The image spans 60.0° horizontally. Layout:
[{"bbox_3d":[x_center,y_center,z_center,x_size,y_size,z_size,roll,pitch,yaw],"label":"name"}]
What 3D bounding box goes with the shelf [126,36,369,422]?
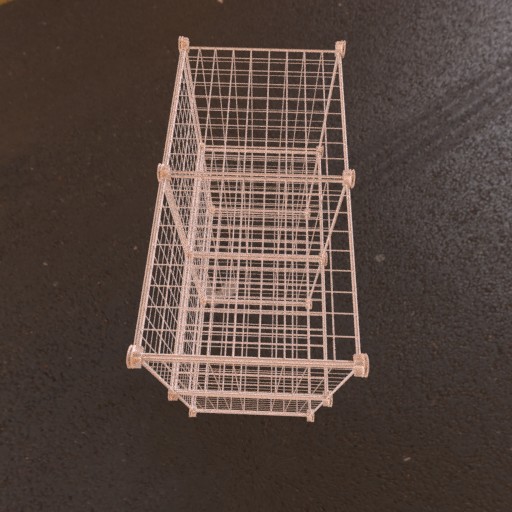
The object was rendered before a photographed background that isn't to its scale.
[{"bbox_3d":[0.000,0.000,1.117,0.356,0.711,0.711,2,64,1],"label":"shelf"}]
